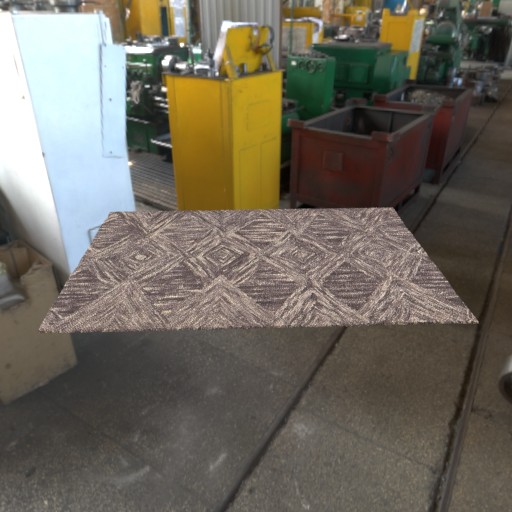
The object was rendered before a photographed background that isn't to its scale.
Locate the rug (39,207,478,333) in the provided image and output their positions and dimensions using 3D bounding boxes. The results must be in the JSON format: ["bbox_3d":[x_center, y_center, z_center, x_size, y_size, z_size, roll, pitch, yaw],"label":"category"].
[{"bbox_3d":[0.000,0.000,2.322,1.814,0.012,1.186,-1,30,-2],"label":"rug"}]
